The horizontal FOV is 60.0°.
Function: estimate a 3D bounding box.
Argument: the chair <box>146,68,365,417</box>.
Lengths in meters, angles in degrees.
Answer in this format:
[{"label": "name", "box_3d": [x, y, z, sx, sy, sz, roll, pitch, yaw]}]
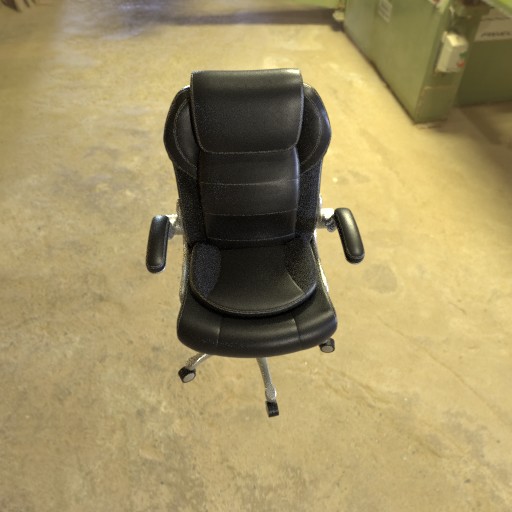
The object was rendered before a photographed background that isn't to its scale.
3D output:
[{"label": "chair", "box_3d": [0.000, 0.000, 1.701, 0.724, 1.141, 0.801, -3, 46, -3]}]
